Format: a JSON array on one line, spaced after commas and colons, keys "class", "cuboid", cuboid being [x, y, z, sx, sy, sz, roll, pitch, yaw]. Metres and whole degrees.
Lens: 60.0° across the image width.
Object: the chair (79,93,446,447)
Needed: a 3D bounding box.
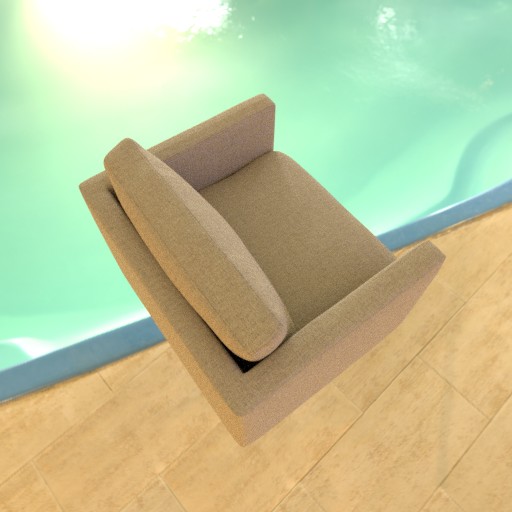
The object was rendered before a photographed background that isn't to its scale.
[{"class": "chair", "cuboid": [0.000, 0.000, 1.870, 0.959, 0.961, 1.107, -32, 64, -18]}]
